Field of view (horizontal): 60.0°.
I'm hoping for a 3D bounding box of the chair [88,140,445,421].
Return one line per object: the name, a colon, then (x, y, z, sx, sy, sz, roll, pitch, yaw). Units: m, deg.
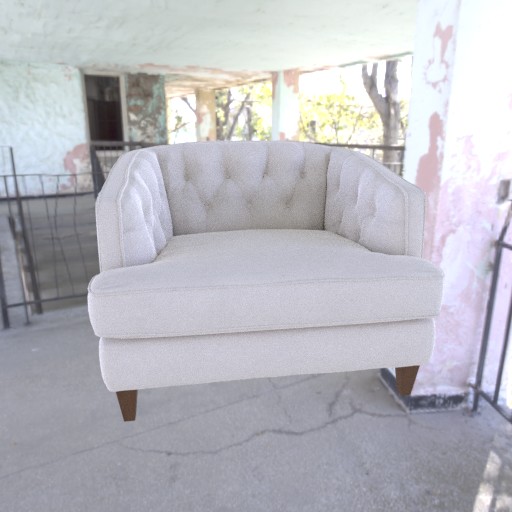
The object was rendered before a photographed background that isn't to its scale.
chair: (0.000, 0.000, 1.724, 1.104, 0.852, 0.941, -2, 16, -8)
